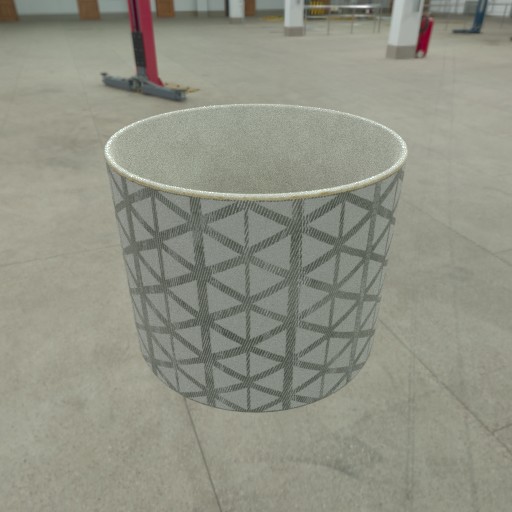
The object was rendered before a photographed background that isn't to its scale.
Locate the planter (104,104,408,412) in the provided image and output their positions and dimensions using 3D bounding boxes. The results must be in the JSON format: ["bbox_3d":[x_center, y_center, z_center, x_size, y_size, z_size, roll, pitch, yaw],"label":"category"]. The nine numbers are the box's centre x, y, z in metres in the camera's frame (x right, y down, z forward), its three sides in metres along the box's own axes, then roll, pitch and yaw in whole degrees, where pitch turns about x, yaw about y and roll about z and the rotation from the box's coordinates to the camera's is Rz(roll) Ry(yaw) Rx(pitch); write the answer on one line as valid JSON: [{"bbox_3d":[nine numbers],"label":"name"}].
[{"bbox_3d":[0.000,0.000,0.441,0.250,0.239,0.250,0,31,0],"label":"planter"}]
